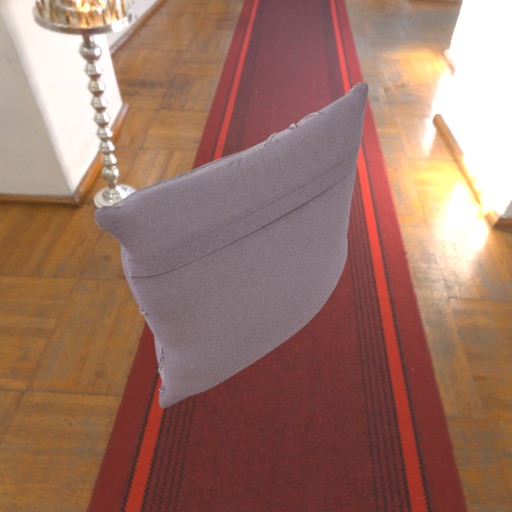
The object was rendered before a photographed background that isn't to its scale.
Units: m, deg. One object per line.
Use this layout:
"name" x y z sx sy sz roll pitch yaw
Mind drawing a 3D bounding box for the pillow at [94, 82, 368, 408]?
"pillow" 0.000 0.000 0.699 0.439 0.440 0.185 -32 54 -27
